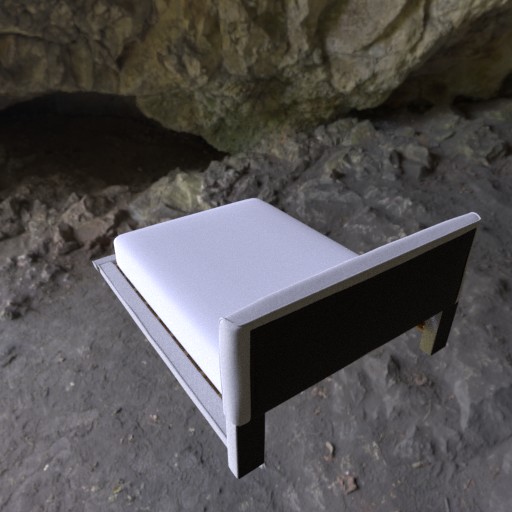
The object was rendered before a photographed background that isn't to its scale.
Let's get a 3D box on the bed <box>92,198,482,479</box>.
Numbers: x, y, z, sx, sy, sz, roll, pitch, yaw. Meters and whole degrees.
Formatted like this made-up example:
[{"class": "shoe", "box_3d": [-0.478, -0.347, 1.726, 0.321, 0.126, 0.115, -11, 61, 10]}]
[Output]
[{"class": "bed", "box_3d": [0.000, 0.000, 3.324, 1.840, 1.067, 2.368, -20, 36, -29]}]
